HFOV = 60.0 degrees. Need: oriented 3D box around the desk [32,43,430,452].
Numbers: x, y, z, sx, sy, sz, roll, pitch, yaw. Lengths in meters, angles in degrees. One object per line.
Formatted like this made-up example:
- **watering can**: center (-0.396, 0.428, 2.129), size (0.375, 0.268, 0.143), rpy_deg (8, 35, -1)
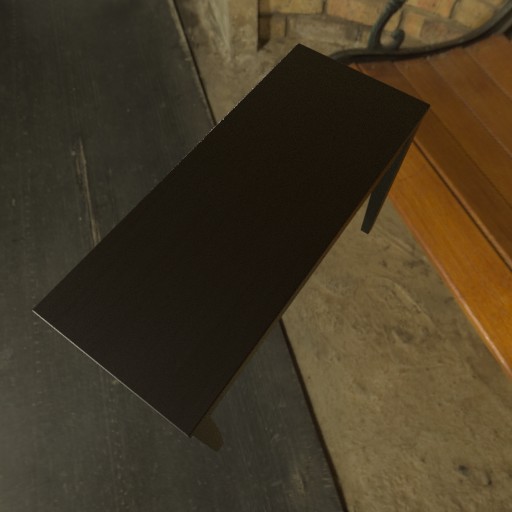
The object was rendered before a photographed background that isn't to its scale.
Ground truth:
- **desk**: center (0.000, 0.000, 1.607), size (0.508, 0.775, 1.220), rpy_deg (33, 68, 15)
